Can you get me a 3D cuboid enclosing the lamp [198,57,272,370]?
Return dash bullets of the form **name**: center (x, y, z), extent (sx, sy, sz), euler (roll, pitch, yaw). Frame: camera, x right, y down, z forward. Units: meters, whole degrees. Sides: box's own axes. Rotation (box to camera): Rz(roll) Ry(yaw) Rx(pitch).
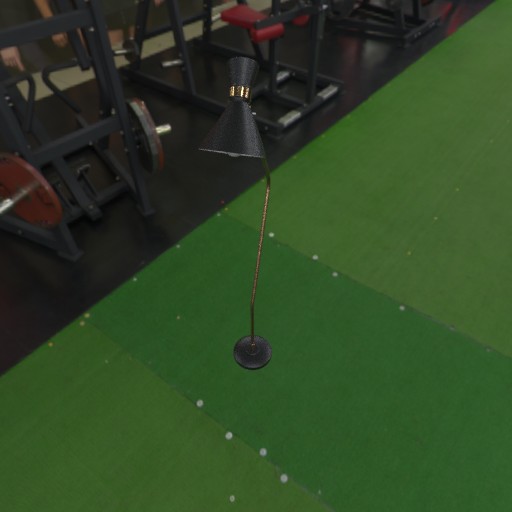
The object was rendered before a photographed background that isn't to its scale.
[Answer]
- **lamp**: center (0.000, 0.000, 1.617), extent (0.277, 1.438, 0.467), euler (30, 52, 27)
